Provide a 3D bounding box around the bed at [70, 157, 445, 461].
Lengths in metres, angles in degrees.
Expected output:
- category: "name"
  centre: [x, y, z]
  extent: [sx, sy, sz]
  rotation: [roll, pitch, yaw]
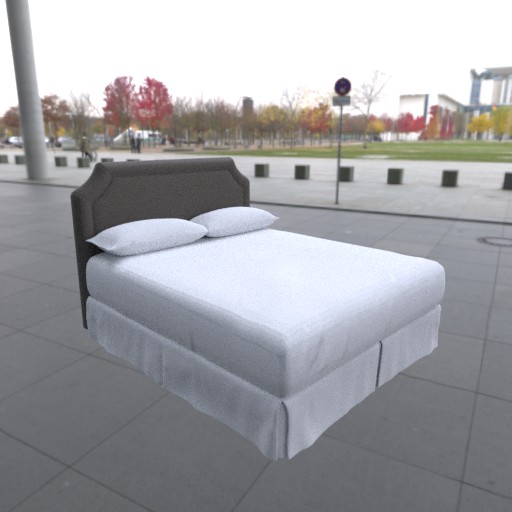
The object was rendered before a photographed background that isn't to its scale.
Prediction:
- category: "bed"
  centre: [0.000, 0.000, 3.849]
  extent: [2.536, 1.561, 2.194]
  rotation: [14, 21, 43]
